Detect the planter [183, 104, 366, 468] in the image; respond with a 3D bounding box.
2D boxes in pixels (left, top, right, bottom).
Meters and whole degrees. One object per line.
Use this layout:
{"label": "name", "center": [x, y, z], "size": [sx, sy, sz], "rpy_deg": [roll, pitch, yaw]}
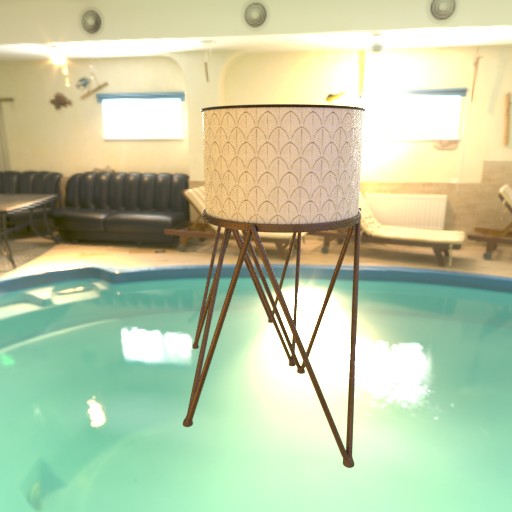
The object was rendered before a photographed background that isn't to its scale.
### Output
{"label": "planter", "center": [0.000, 0.000, 1.166], "size": [0.413, 0.712, 0.769], "rpy_deg": [-2, 15, -9]}
